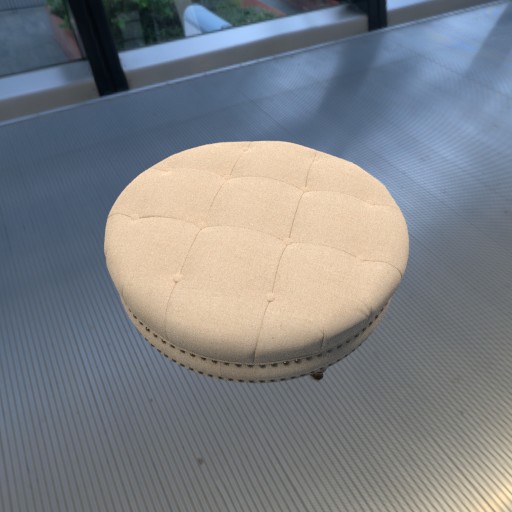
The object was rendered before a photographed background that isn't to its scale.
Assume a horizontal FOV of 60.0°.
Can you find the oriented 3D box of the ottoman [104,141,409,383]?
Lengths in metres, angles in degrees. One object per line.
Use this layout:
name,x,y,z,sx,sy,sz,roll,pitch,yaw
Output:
ottoman,0.000,0.000,1.505,0.940,0.483,0.940,0,45,0
